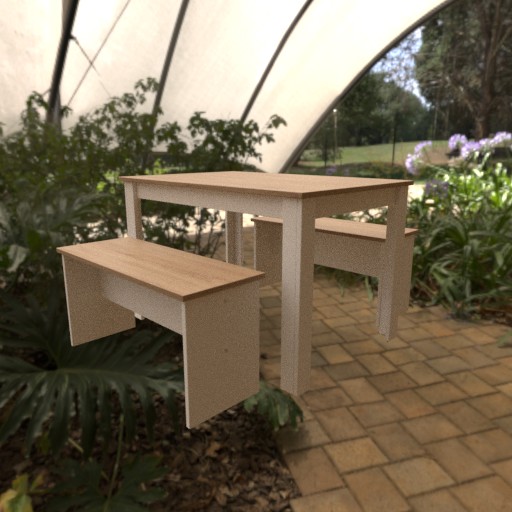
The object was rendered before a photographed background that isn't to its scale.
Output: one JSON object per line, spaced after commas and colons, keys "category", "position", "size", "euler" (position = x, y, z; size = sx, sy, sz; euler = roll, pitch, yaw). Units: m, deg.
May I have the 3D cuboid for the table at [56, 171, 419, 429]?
{"category": "table", "position": [0.000, 0.000, 2.030], "size": [1.100, 0.700, 1.443], "euler": [13, 19, 43]}
